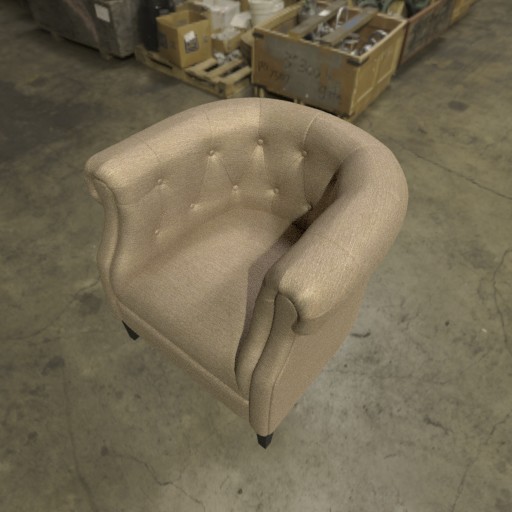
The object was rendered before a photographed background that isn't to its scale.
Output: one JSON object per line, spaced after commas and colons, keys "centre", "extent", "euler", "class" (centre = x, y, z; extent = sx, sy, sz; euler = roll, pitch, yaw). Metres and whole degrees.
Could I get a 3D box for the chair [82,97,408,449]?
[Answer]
{"centre": [0.000, 0.000, 1.593], "extent": [0.905, 0.827, 0.852], "euler": [31, 54, 26], "class": "chair"}
